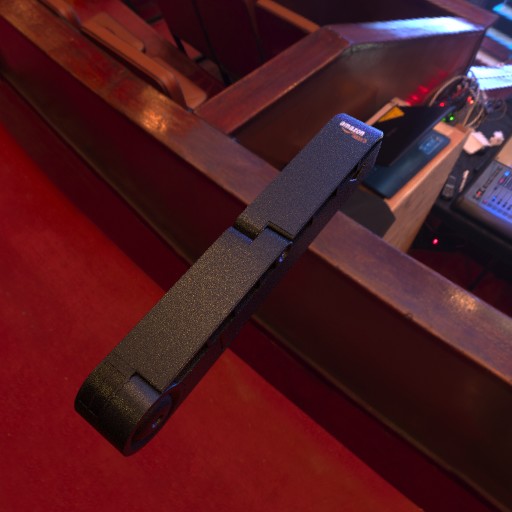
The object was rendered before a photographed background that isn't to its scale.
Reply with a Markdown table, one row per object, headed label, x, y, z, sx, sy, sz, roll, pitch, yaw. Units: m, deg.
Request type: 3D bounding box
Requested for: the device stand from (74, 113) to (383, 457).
| label | x | y | z | sx | sy | sz | roll | pitch | yaw |
| --- | --- | --- | --- | --- | --- | --- | --- | --- | --- |
| device stand | 0.000 | 0.000 | 0.190 | 0.026 | 0.030 | 0.179 | 33 | 65 | 18 |
